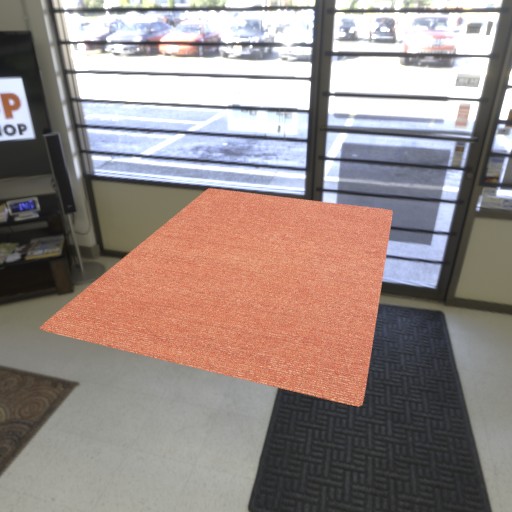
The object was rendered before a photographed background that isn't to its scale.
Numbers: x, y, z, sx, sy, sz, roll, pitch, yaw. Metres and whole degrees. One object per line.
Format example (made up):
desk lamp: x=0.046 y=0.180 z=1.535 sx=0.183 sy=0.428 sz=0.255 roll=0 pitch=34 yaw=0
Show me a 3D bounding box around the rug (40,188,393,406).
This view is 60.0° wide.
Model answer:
rug: x=0.000 y=0.000 z=2.860 sx=1.594 sy=0.009 sz=2.112 roll=9 pitch=30 yaw=16
